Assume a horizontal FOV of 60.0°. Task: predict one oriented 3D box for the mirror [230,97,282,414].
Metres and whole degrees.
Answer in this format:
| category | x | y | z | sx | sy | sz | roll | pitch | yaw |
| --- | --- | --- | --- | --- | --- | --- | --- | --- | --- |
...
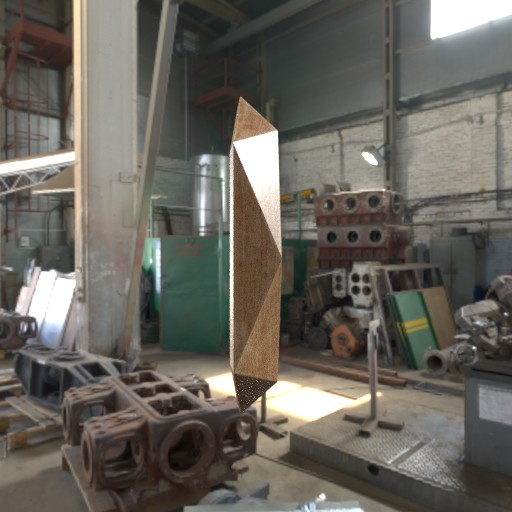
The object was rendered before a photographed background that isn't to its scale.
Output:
| category | x | y | z | sx | sy | sz | roll | pitch | yaw |
| --- | --- | --- | --- | --- | --- | --- | --- | --- | --- |
| mirror | 0.000 | 0.000 | 1.086 | 0.091 | 0.779 | 0.675 | 0 | 1 | 0 |
